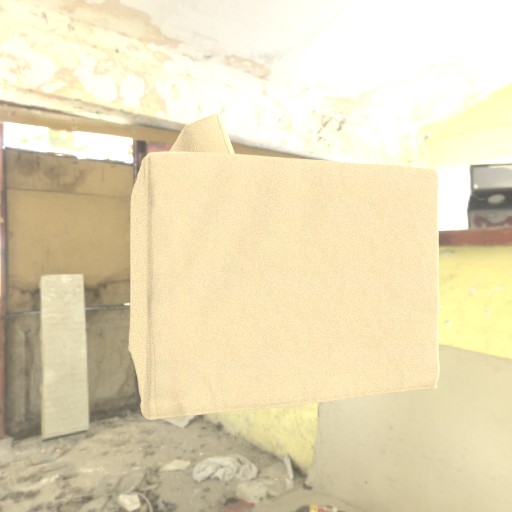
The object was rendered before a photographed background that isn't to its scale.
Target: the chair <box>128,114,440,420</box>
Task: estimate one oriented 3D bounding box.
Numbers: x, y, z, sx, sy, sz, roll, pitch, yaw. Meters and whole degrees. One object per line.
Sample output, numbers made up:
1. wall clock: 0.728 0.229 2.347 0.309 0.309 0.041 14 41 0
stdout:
1. chair: 0.000 0.000 1.766 0.947 0.851 1.057 0 0 -18
